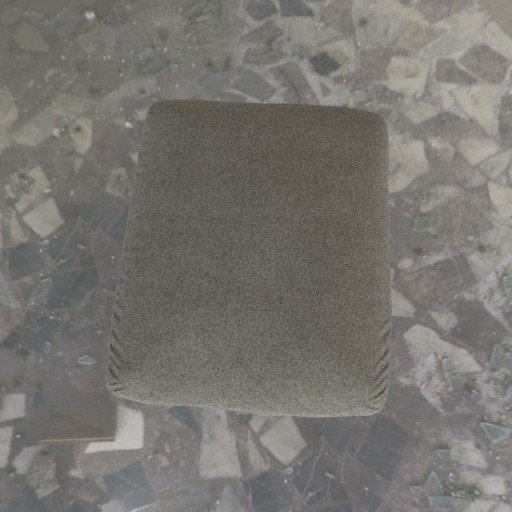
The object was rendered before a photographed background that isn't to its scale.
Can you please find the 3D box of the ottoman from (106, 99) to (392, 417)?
[{"bbox_3d":[0.000,0.000,1.253,0.683,0.481,0.837,4,73,1],"label":"ottoman"}]
